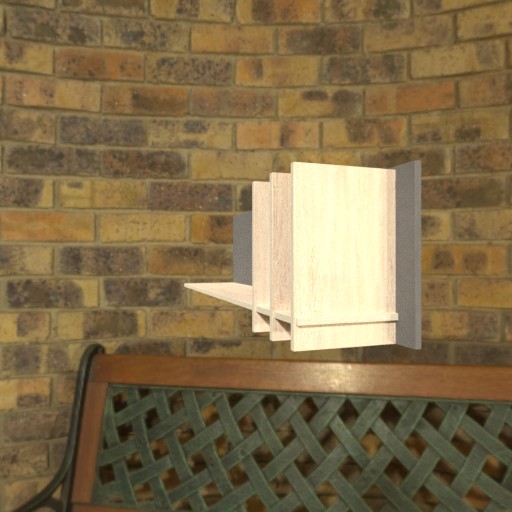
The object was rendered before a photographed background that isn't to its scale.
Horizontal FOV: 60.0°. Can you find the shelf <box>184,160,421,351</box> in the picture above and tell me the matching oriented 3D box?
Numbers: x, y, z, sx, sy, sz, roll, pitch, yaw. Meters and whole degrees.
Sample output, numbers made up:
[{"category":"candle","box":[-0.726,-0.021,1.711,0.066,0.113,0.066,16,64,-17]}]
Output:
[{"category":"shelf","box":[0.000,0.000,1.153,0.200,0.300,1.020,0,0,-19]}]
